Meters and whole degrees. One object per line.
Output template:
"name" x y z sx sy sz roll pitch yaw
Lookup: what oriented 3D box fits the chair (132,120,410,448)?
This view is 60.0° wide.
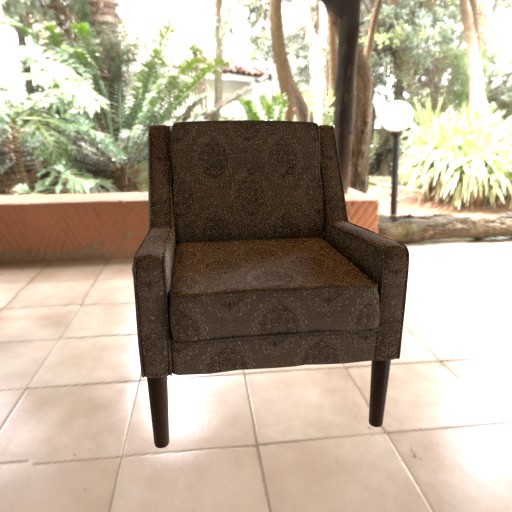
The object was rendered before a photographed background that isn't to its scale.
"chair" 0.000 0.000 1.353 0.665 0.797 0.750 -2 17 -8
